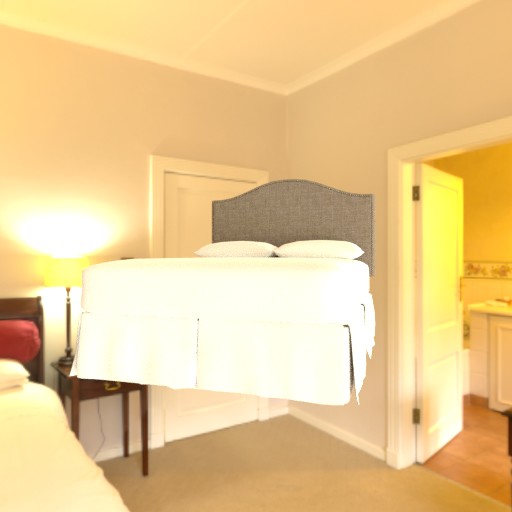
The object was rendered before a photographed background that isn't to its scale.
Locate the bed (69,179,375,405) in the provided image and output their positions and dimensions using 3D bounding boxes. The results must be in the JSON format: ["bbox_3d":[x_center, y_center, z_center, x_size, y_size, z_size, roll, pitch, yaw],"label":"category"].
[{"bbox_3d":[0.000,0.000,3.400,1.713,1.518,2.153,0,0,18],"label":"bed"}]
